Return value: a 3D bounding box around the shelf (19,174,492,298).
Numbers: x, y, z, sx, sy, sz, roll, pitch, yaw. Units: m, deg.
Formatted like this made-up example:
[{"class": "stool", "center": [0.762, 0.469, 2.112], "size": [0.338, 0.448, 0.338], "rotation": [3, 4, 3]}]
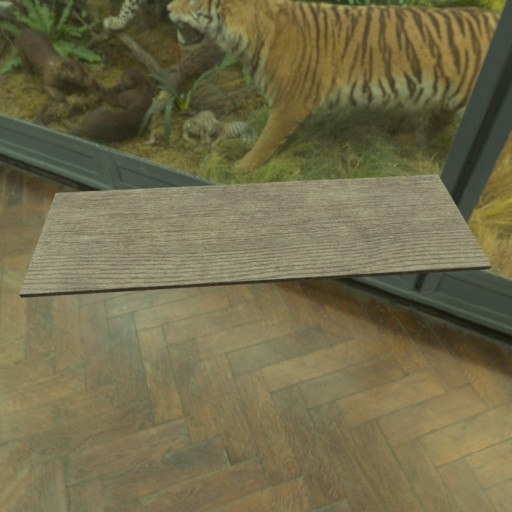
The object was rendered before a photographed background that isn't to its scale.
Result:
[{"class": "shelf", "center": [0.000, 0.000, 0.683], "size": [0.610, 0.125, 0.200], "rotation": [-3, 47, -3]}]
